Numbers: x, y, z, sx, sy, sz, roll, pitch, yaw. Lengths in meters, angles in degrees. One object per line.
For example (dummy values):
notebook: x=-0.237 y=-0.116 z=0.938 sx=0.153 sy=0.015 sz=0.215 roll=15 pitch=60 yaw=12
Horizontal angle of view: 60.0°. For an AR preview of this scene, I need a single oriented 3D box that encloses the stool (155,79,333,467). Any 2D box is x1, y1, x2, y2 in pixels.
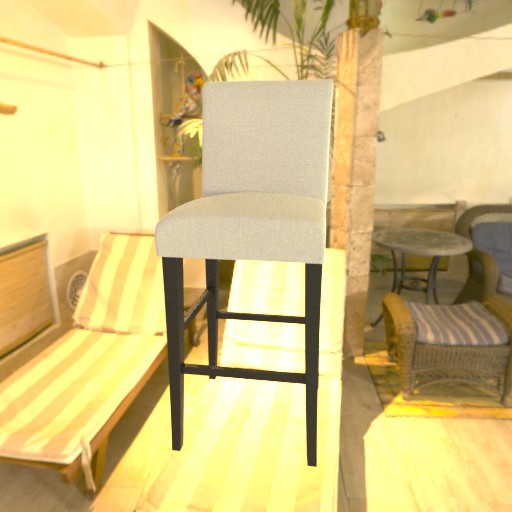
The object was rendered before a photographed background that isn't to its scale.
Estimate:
stool: x=0.000 y=0.000 z=1.447 sx=0.452 sy=1.124 sz=0.597 roll=2 pitch=16 yaw=9
